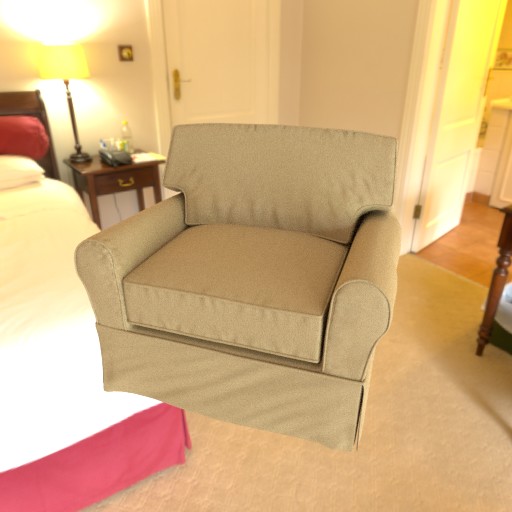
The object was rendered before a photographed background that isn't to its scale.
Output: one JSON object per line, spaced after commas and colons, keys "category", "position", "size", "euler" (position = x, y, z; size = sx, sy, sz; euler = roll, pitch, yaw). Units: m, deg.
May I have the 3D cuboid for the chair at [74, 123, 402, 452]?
{"category": "chair", "position": [0.000, 0.000, 1.784], "size": [1.096, 0.937, 0.903], "euler": [8, 27, 17]}
